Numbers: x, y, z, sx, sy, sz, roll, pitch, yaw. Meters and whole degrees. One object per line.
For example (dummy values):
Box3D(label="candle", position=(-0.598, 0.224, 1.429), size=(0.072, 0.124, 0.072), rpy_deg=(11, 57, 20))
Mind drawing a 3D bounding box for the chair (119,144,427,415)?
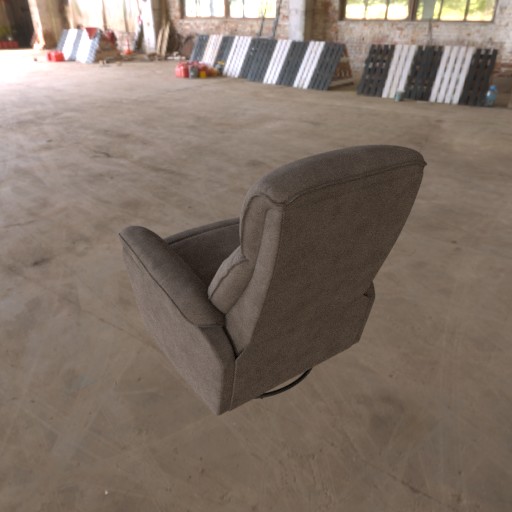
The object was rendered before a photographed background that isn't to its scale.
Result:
Box3D(label="chair", position=(0.000, 0.000, 1.749), size=(0.830, 1.036, 1.009), rpy_deg=(-19, 34, -30))
